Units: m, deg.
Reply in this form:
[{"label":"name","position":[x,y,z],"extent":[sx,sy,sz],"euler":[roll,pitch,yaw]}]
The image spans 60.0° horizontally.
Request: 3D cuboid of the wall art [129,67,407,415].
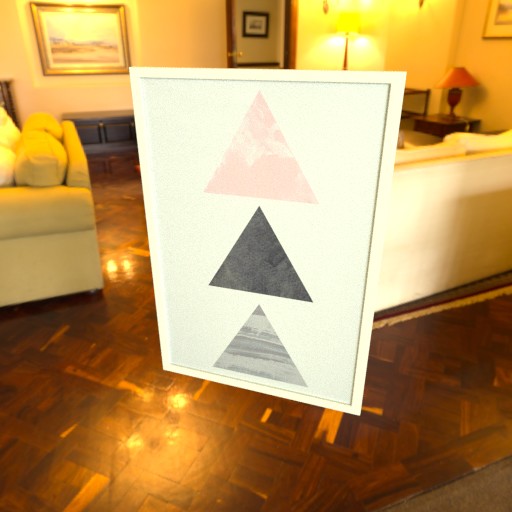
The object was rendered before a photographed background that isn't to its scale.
[{"label":"wall art","position":[0.000,0.000,0.843],"extent":[0.456,0.656,0.013],"euler":[8,27,17]}]
